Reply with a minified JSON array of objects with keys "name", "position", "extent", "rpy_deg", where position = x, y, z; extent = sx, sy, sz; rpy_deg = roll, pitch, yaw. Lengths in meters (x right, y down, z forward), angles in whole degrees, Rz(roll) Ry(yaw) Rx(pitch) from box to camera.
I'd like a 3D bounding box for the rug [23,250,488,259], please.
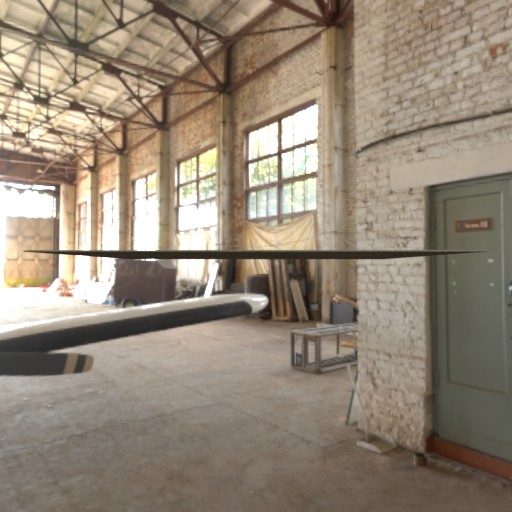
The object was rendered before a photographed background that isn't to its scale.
[{"name":"rug","position":[0.000,0.000,4.014],"extent":[2.980,0.012,2.363],"rpy_deg":[0,-2,0]}]
